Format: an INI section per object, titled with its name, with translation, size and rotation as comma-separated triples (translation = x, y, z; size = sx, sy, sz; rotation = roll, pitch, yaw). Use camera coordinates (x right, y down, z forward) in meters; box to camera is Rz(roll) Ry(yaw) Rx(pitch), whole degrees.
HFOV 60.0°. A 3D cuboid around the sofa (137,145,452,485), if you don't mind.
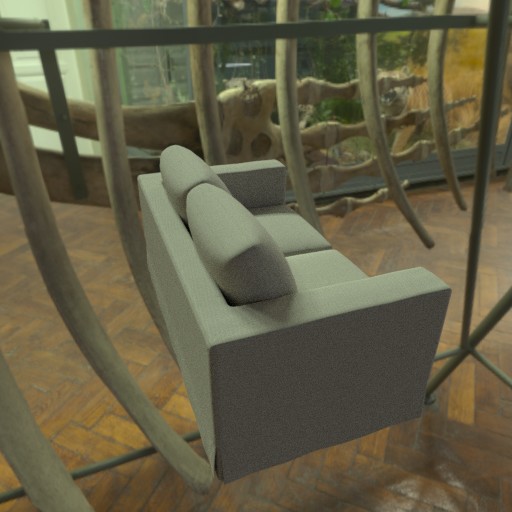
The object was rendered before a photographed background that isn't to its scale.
[sofa]
translation = 0.000, 0.000, 2.405
size = 1.009, 0.932, 1.813
rotation = -10, 31, -18
